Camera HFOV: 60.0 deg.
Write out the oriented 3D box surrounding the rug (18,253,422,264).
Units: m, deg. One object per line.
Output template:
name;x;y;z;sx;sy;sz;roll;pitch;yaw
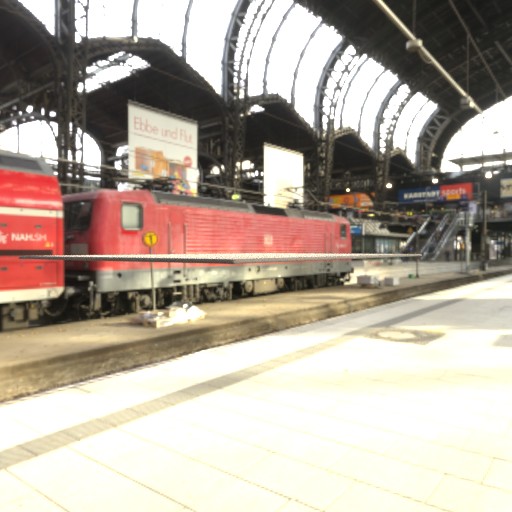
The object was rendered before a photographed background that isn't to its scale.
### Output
rug;0.000;0.000;2.080;1.067;0.013;1.676;1;1;36
